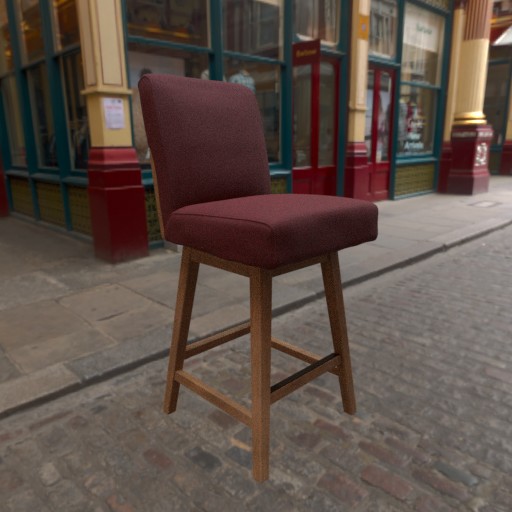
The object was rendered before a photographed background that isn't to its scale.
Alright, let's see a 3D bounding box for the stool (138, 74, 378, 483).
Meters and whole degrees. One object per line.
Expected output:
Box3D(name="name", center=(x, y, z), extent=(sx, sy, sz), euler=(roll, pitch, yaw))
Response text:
Box3D(name="stool", center=(0.000, 0.000, 1.323), extent=(0.468, 1.038, 0.562), euler=(-14, 20, -43))
